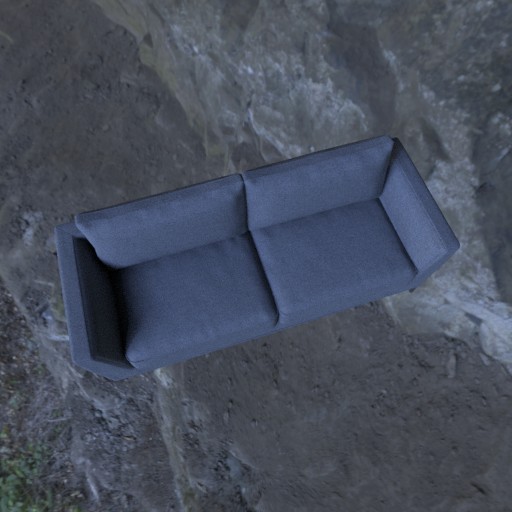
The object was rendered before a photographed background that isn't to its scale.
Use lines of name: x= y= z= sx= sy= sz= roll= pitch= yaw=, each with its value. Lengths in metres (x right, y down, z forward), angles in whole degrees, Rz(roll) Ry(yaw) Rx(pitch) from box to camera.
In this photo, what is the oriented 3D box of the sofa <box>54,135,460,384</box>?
sofa: x=0.000 y=0.000 z=2.768 sx=2.212 sy=1.002 sz=0.869 roll=-16 pitch=66 yaw=-8
